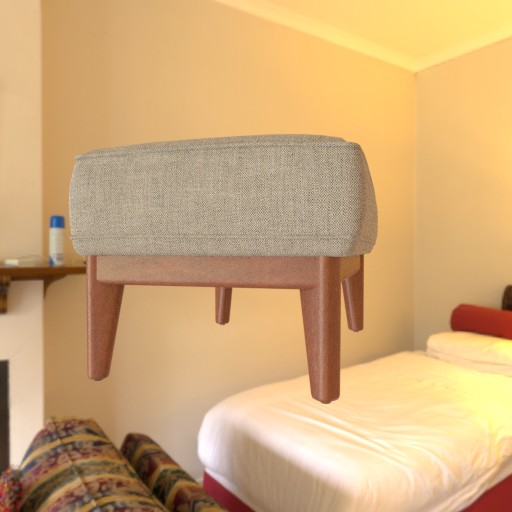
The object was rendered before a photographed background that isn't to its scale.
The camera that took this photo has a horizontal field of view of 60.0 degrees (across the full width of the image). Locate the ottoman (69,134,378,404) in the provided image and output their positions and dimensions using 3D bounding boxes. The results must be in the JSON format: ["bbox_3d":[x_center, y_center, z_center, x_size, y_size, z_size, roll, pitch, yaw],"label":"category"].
[{"bbox_3d":[0.000,0.000,1.072,0.555,0.458,0.750,0,1,17],"label":"ottoman"}]
